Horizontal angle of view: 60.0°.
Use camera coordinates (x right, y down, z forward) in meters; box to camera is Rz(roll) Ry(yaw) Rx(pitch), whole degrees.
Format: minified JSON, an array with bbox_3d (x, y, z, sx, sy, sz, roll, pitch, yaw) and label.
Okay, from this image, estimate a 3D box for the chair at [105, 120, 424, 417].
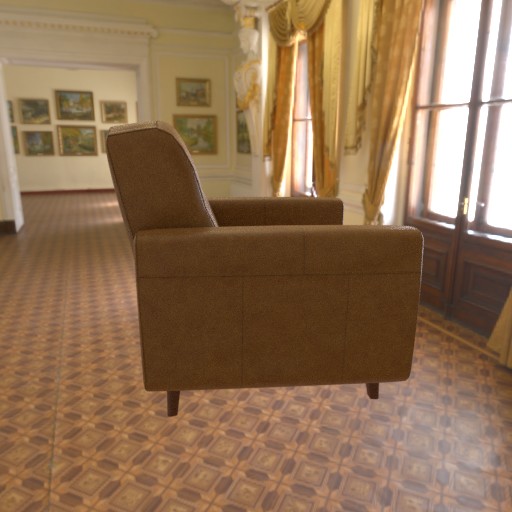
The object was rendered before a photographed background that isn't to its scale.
[{"bbox_3d":[0.000,0.000,1.675,0.942,0.968,0.845,-2,15,-8],"label":"chair"}]
